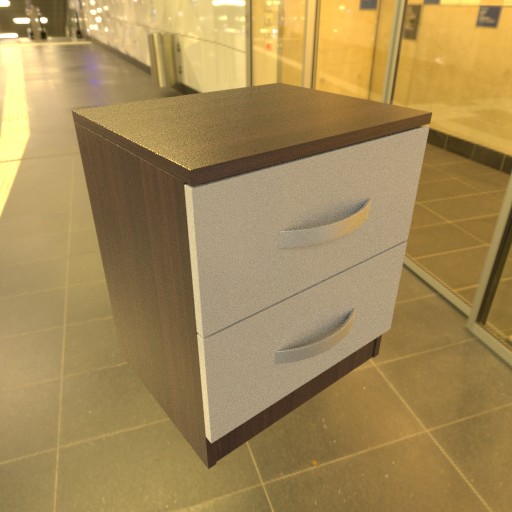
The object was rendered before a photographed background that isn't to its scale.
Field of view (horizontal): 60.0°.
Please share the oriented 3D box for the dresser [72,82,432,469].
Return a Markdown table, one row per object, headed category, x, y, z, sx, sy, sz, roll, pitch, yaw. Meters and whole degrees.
| category | x | y | z | sx | sy | sz | roll | pitch | yaw |
| --- | --- | --- | --- | --- | --- | --- | --- | --- | --- |
| dresser | 0.000 | 0.000 | 0.748 | 0.400 | 0.470 | 0.360 | -22 | 36 | -32 |
